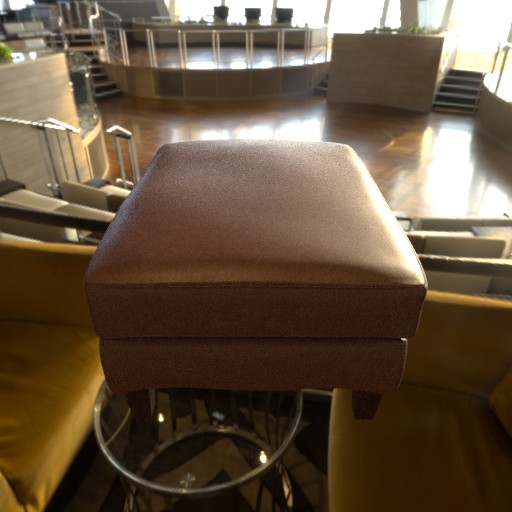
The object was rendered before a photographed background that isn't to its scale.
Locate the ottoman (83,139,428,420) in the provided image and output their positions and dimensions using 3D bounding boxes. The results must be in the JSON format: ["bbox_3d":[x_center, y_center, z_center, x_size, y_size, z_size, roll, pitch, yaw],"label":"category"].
[{"bbox_3d":[0.000,0.000,1.239,0.650,0.485,0.851,0,31,0],"label":"ottoman"}]
